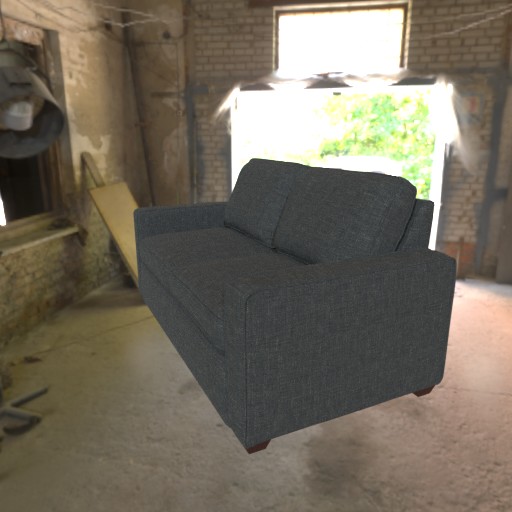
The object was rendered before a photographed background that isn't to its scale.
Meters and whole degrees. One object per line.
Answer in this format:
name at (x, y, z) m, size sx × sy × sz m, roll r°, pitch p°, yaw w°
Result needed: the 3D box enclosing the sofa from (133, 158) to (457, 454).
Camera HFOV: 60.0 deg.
sofa at (0.000, 0.000, 2.283) m, size 0.947 × 0.918 × 1.709 m, roll -7°, pitch 17°, yaw -25°
